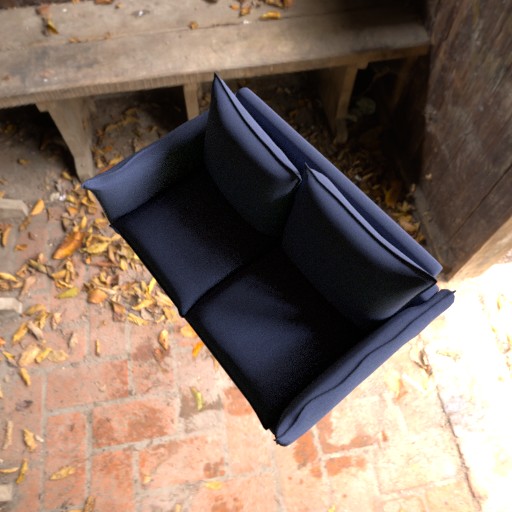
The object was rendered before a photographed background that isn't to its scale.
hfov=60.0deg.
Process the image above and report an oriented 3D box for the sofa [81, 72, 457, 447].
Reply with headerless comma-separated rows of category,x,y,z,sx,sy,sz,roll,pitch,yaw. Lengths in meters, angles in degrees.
sofa,0.000,0.000,1.841,0.820,0.840,1.300,-36,69,-16
